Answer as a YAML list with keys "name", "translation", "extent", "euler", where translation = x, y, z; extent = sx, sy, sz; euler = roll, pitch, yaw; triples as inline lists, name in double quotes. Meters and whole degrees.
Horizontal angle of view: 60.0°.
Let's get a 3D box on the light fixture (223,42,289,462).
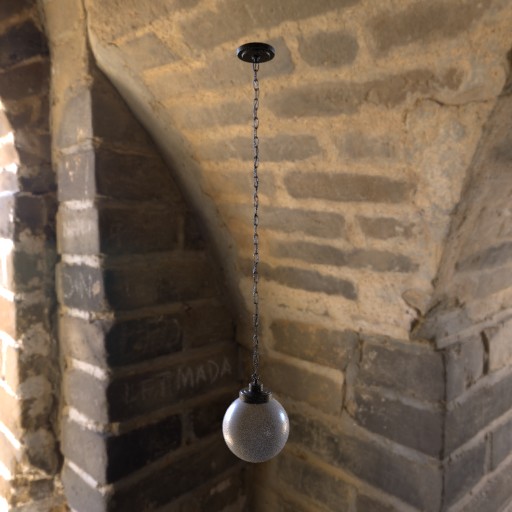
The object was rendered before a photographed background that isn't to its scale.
- name: "light fixture"
  translation: [0.000, 0.000, 2.028]
  extent: [0.305, 1.867, 0.304]
  euler: [0, 1, 0]
